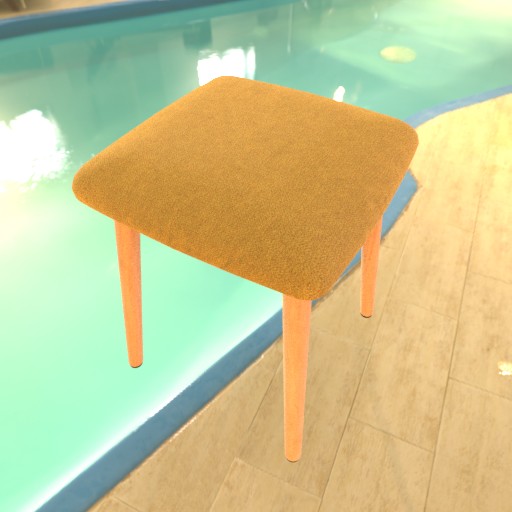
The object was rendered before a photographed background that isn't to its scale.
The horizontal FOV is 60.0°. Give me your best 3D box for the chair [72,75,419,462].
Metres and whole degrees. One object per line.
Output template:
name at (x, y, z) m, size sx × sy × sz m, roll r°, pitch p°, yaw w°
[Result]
chair at (0.000, 0.000, 0.693) m, size 0.350 × 0.440 × 0.350 m, roll 23°, pitch 50°, yaw 21°
